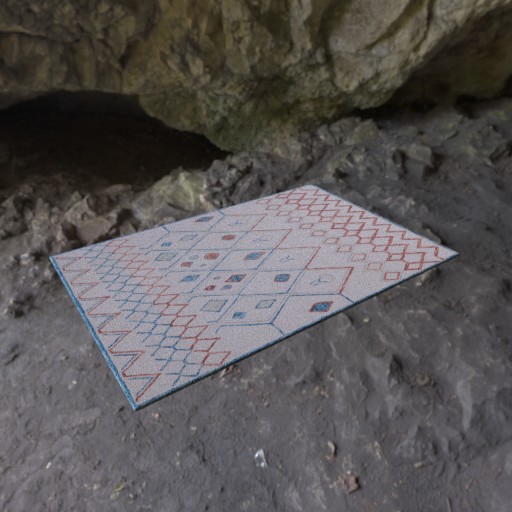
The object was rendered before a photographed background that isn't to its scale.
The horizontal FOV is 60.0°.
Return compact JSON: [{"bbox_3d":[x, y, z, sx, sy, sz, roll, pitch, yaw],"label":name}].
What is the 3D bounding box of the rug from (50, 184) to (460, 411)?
[{"bbox_3d":[0.000,0.000,2.370,1.829,0.016,1.219,-19,36,-29],"label":"rug"}]
